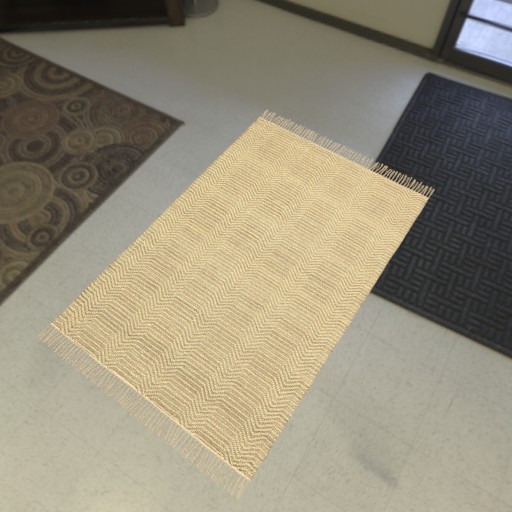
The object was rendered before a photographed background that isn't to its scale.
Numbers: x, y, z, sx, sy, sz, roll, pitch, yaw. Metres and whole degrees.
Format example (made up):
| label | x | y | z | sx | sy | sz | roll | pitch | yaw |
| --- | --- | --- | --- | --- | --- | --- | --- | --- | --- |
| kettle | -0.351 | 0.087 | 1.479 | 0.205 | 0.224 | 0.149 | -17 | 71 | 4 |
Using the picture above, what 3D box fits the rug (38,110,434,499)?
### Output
| label | x | y | z | sx | sy | sz | roll | pitch | yaw |
| --- | --- | --- | --- | --- | --- | --- | --- | --- | --- |
| rug | 0.000 | 0.000 | 3.017 | 1.528 | 0.034 | 2.523 | 31 | 63 | 17 |
